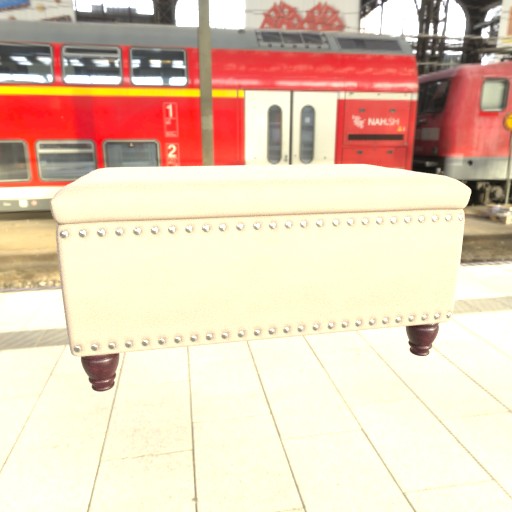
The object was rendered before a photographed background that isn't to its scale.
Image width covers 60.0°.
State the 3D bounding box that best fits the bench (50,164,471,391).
[{"bbox_3d":[0.000,0.000,1.185,0.887,0.449,0.500,-3,16,-11],"label":"bench"}]
